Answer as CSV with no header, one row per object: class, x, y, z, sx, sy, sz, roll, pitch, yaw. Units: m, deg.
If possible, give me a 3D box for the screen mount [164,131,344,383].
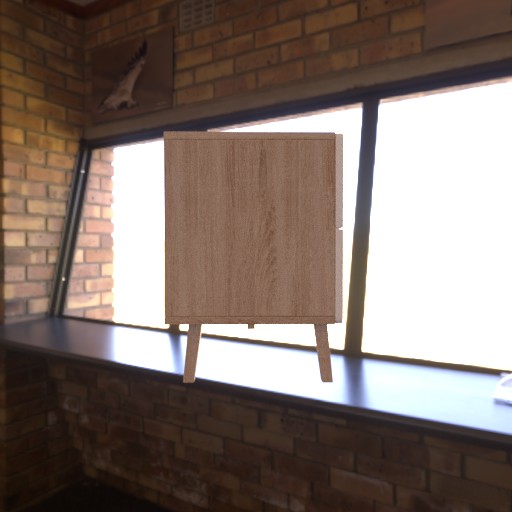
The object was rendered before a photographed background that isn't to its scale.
screen mount,0.000,0.000,1.735,0.420,0.570,1.500,0,1,0
